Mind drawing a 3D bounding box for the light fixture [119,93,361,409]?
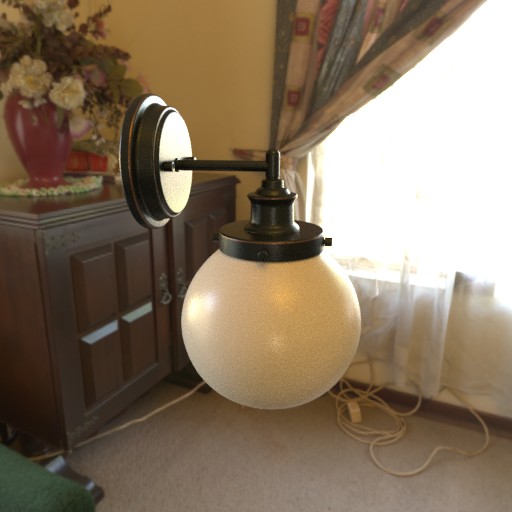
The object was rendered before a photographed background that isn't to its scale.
[{"bbox_3d":[0.000,0.000,0.478,0.230,0.332,0.197,3,16,9],"label":"light fixture"}]
